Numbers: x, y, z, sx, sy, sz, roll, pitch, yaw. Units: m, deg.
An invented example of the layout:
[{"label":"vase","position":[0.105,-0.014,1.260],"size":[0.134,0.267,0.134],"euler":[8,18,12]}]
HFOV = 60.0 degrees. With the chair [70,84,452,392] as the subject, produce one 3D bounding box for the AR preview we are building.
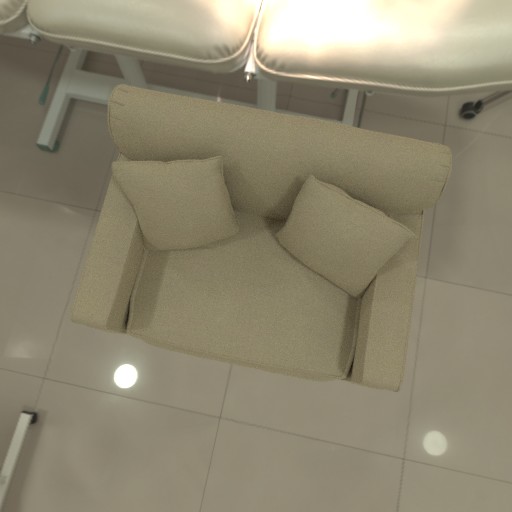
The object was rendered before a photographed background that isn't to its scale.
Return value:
[{"label":"chair","position":[0.000,0.000,2.040],"size":[1.383,0.948,1.000],"euler":[11,77,3]}]
